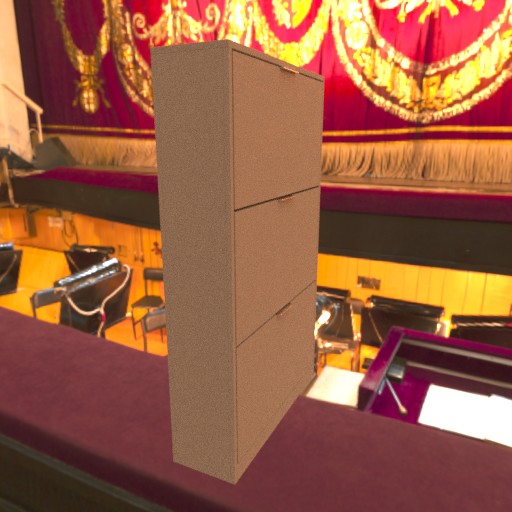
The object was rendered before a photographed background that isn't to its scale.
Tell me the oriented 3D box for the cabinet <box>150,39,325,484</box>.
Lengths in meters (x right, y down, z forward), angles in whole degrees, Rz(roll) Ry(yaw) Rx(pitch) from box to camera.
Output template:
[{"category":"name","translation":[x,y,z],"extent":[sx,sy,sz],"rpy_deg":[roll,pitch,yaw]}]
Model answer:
[{"category":"cabinet","translation":[0.000,0.000,1.598],"extent":[0.250,1.280,0.750],"rpy_deg":[7,16,25]}]
